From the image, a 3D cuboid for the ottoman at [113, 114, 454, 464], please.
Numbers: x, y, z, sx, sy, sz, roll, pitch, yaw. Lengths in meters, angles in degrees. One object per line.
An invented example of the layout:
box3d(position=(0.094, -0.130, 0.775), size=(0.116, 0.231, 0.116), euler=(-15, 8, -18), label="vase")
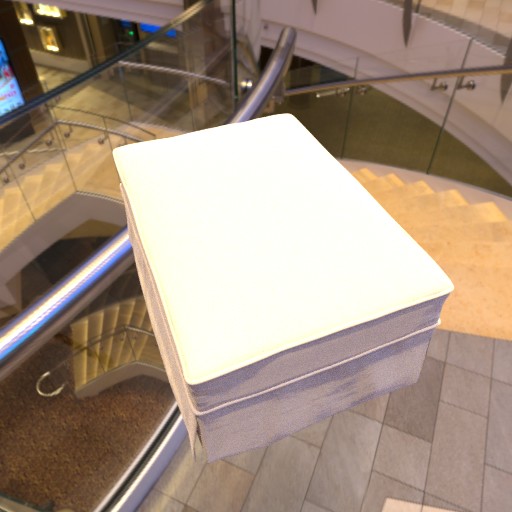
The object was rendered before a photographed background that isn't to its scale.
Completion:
box3d(position=(0.000, 0.000, 1.354), size=(0.703, 0.479, 0.944), euler=(-16, 48, -15), label="ottoman")
